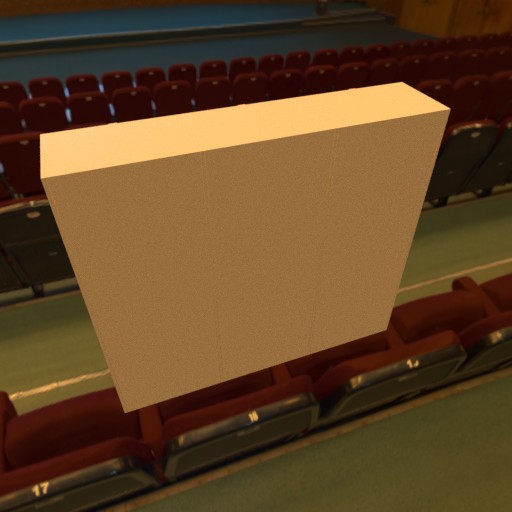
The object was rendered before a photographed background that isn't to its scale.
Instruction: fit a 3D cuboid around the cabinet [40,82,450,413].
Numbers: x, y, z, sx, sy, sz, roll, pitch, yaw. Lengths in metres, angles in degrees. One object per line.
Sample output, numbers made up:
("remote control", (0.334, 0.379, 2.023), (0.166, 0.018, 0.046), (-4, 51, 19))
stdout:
("cabinet", (0.000, 0.000, 3.727), (2.700, 2.370, 0.590), (-14, 42, -16))
